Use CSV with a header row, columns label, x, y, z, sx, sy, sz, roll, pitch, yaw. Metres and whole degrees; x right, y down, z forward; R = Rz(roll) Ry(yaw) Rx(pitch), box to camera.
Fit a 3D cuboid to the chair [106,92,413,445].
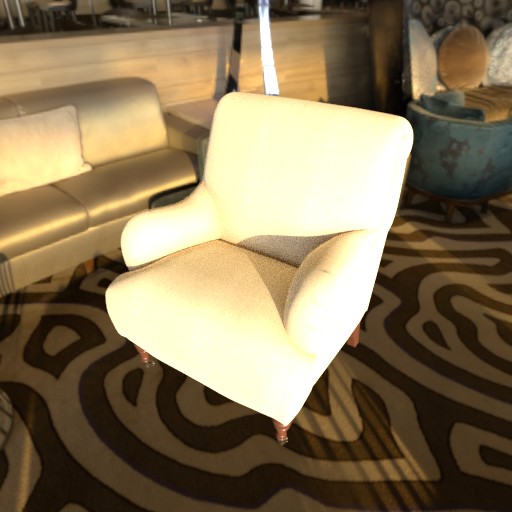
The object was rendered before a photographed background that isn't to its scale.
label,x,y,z,sx,sy,sz,roll,pitch,yaw
chair,0.000,0.000,1.572,0.766,0.944,0.842,20,37,28
